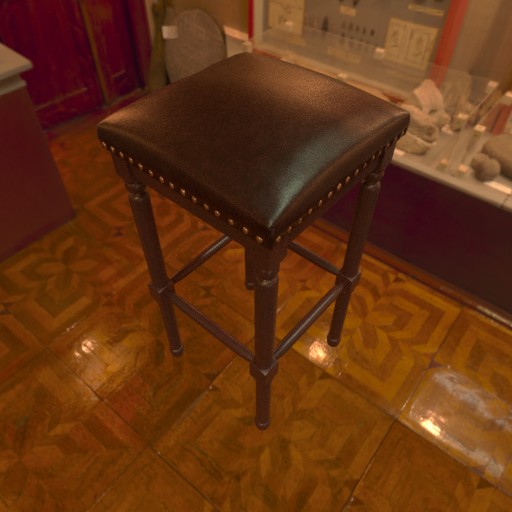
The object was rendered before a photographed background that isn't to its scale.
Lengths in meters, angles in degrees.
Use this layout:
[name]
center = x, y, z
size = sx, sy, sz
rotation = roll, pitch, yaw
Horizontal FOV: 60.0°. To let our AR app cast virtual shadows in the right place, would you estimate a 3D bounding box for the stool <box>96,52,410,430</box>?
[stool]
center = 0.000, 0.000, 0.986
size = 0.383, 0.768, 0.382
rotation = 32, 55, 26
